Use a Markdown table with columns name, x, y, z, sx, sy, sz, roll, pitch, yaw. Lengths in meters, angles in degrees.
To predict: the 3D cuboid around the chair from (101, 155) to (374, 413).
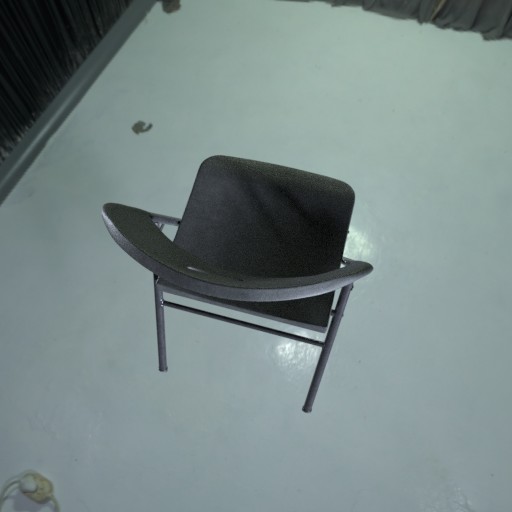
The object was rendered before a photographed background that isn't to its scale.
| name | x | y | z | sx | sy | sz | roll | pitch | yaw |
| --- | --- | --- | --- | --- | --- | --- | --- | --- | --- |
| chair | 0.000 | 0.000 | 1.132 | 0.494 | 0.810 | 0.566 | 14 | 63 | 7 |
